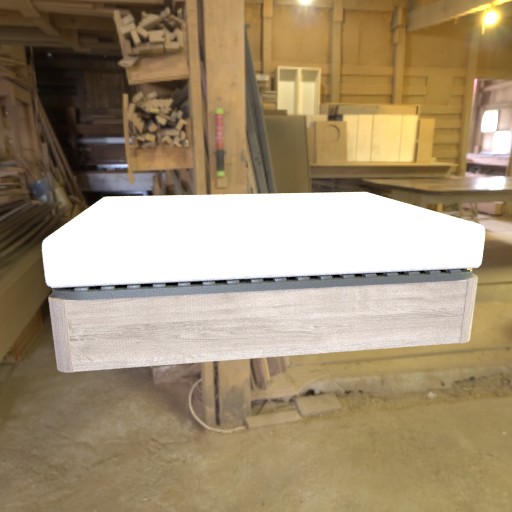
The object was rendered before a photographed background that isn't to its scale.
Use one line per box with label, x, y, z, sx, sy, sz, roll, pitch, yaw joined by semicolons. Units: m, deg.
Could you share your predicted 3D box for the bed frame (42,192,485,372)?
bed frame;0.000;0.000;2.551;1.900;0.561;1.400;-2;15;-9
